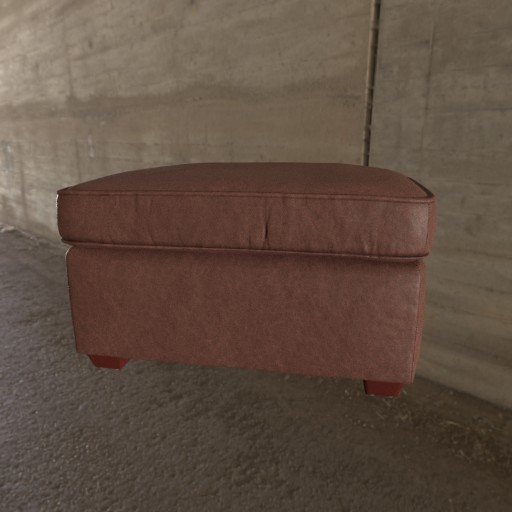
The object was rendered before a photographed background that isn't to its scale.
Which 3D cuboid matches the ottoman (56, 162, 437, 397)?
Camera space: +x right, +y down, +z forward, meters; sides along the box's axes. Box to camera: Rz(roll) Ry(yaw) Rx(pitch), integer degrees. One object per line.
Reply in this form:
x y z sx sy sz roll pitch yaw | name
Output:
0.000 0.000 1.099 0.749 0.449 0.548 3 15 10 | ottoman
